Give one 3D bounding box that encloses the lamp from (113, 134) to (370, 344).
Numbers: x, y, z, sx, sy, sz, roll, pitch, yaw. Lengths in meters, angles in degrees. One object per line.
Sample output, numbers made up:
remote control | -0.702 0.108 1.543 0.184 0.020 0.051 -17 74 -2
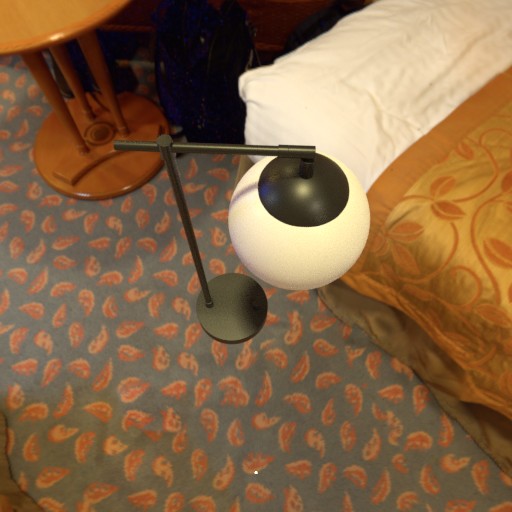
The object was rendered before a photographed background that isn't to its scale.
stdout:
lamp | 0.000 0.000 0.734 0.316 0.559 0.197 2 64 1
